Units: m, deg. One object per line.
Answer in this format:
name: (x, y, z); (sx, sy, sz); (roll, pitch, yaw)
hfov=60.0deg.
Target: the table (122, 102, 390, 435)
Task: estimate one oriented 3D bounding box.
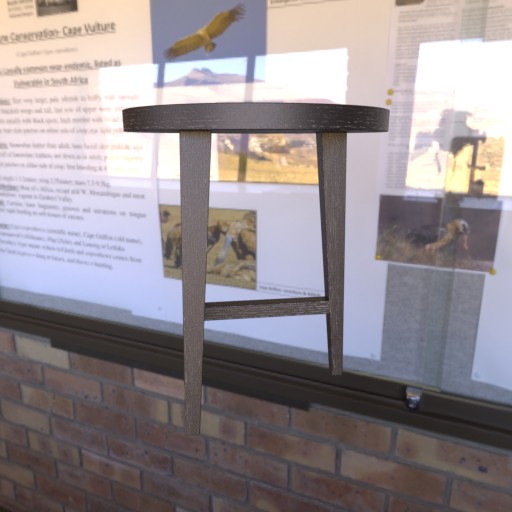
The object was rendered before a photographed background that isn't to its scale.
table: (0.000, 0.000, 0.746); (0.399, 0.460, 0.399); (0, 15, 0)
